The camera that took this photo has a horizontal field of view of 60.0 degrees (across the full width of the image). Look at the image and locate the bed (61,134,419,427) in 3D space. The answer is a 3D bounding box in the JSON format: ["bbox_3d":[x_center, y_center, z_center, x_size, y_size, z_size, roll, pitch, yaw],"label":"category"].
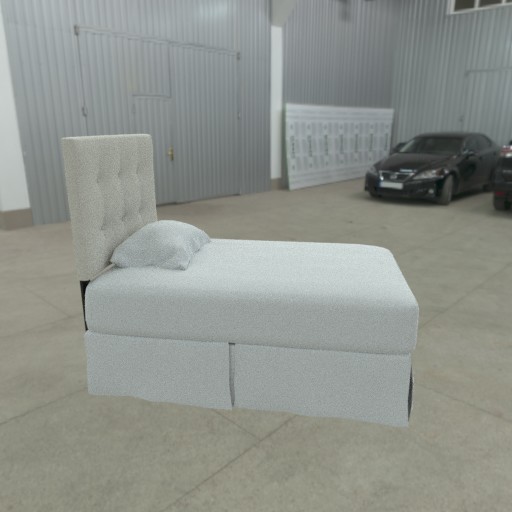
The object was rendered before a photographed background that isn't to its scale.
[{"bbox_3d":[0.000,0.000,2.992,1.997,1.571,1.261,2,17,8],"label":"bed"}]
